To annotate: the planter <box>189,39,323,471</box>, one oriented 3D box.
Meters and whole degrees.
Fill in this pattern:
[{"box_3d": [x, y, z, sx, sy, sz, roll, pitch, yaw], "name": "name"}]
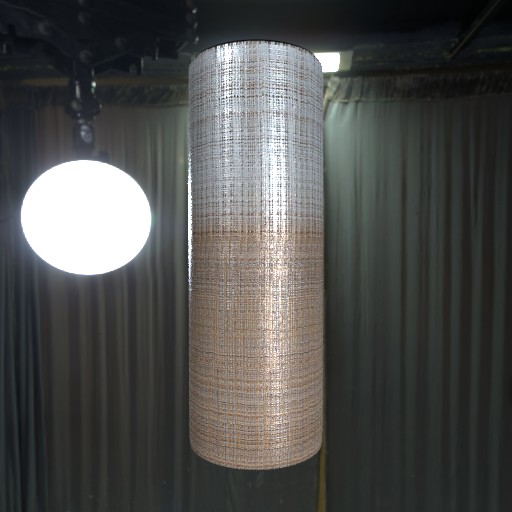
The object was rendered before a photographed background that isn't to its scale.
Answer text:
[{"box_3d": [0.000, 0.000, 0.331, 0.099, 0.278, 0.099, 0, 1, 1], "name": "planter"}]
